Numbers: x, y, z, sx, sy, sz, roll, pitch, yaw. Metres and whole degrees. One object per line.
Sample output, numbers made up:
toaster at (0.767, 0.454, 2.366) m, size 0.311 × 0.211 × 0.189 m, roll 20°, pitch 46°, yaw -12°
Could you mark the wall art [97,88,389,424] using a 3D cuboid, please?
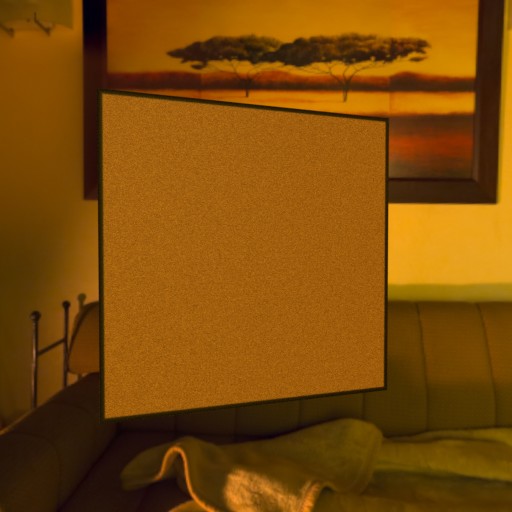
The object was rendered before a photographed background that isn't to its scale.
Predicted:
wall art at (0.000, 0.000, 0.766) m, size 0.513 × 0.511 × 0.028 m, roll 0°, pitch 1°, yaw -18°
